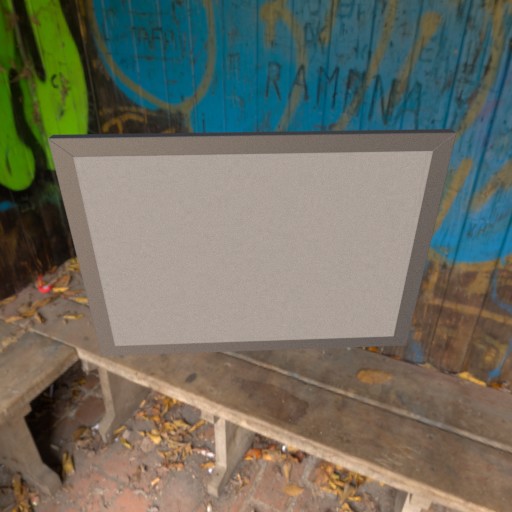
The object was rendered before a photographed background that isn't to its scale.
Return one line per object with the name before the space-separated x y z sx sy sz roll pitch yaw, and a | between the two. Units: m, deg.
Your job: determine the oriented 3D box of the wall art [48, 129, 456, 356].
wall art | 0.000 0.000 0.554 0.432 0.306 0.016 -2 31 -2
